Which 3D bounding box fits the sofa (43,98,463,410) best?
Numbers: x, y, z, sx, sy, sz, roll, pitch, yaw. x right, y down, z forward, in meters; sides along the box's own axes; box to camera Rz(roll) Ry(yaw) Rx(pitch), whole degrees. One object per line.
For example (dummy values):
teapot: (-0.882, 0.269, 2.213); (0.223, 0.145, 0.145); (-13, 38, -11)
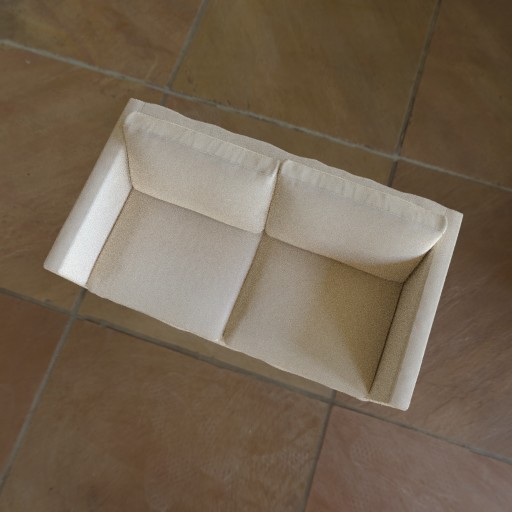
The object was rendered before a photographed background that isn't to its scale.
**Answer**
sofa: (0.000, 0.000, 2.301); (1.746, 0.834, 0.962); (21, 76, 5)
